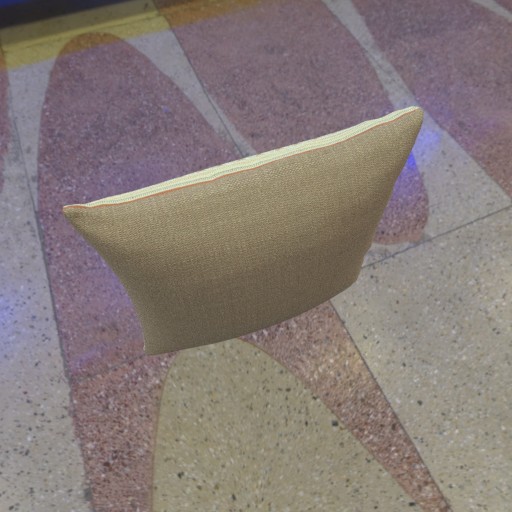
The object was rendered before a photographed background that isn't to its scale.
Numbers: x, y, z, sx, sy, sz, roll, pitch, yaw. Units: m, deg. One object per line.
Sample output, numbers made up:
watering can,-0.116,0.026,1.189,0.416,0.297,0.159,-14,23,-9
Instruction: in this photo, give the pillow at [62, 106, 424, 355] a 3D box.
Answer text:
pillow,0.000,0.000,0.800,0.521,0.519,0.215,-19,61,-11
